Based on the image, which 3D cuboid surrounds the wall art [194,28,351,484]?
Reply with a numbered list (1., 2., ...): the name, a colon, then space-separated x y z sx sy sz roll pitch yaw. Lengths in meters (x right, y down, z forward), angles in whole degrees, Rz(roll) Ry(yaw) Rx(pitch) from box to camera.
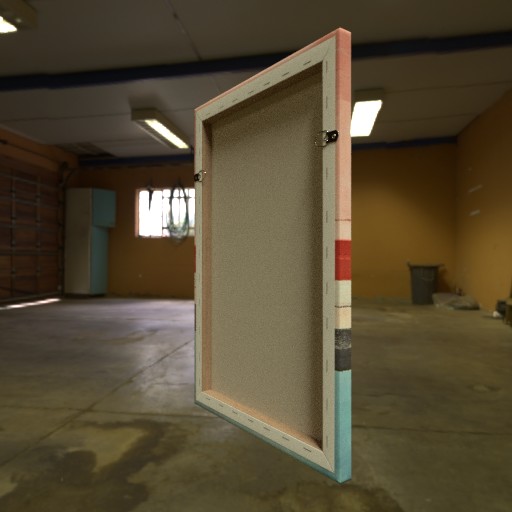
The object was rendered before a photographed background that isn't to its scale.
1. wall art: 0.000 0.000 1.142 0.038 0.914 0.610 0 0 -36
